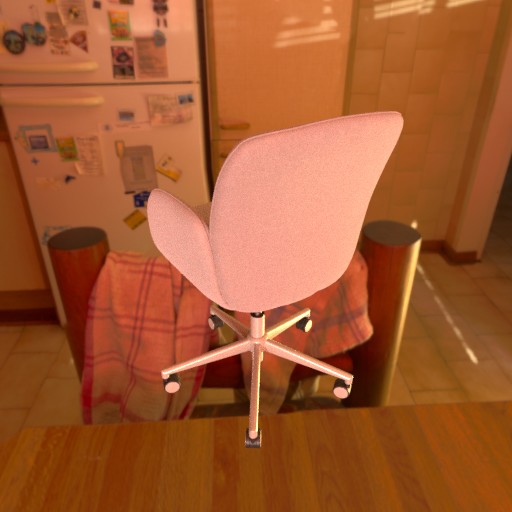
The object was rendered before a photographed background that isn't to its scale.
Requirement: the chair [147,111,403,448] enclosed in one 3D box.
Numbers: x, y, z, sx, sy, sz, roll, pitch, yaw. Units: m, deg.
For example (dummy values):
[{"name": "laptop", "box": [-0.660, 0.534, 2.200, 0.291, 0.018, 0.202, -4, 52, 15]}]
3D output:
[{"name": "chair", "box": [0.000, 0.000, 1.382, 0.648, 0.959, 0.654, -18, 34, -29]}]
